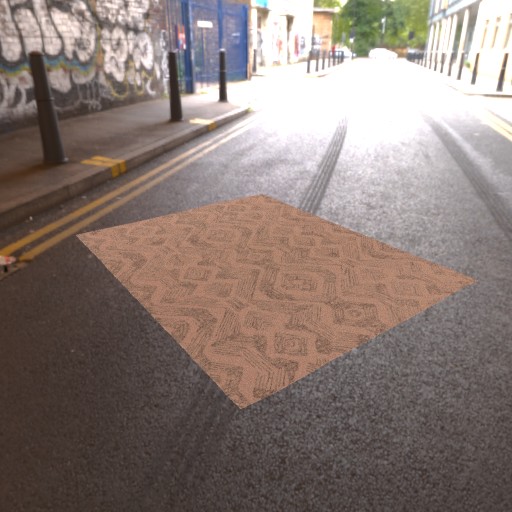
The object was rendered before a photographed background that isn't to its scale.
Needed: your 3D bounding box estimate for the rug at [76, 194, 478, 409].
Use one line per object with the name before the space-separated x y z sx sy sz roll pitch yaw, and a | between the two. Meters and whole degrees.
rug | 0.000 0.000 4.159 2.430 0.030 3.054 -17 30 -32
